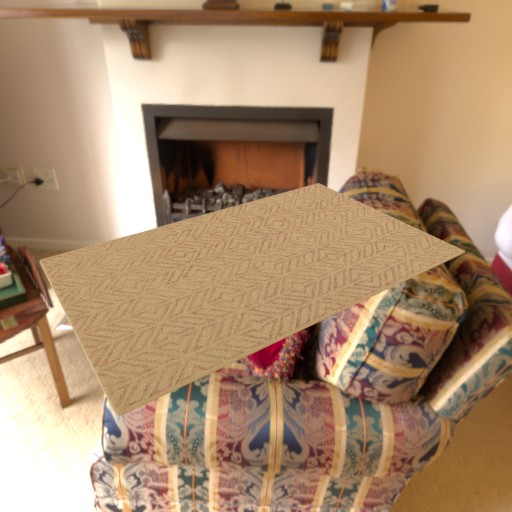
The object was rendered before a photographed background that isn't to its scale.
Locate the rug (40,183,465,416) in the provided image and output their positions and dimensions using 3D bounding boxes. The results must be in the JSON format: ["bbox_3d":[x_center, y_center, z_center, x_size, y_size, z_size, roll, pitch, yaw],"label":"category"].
[{"bbox_3d":[0.000,0.000,2.979,2.438,0.008,1.523,-19,36,-29],"label":"rug"}]
